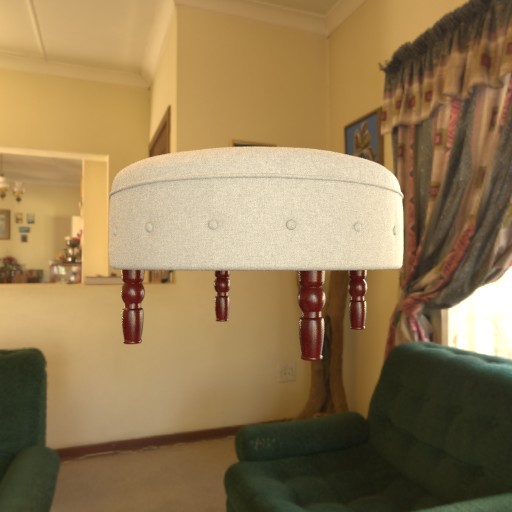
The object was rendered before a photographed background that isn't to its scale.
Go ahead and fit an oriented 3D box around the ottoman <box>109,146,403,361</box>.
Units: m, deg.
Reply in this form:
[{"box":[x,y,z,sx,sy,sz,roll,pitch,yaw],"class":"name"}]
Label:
[{"box":[0.000,0.000,1.343,0.849,0.478,0.849,0,-1,0],"class":"ottoman"}]
